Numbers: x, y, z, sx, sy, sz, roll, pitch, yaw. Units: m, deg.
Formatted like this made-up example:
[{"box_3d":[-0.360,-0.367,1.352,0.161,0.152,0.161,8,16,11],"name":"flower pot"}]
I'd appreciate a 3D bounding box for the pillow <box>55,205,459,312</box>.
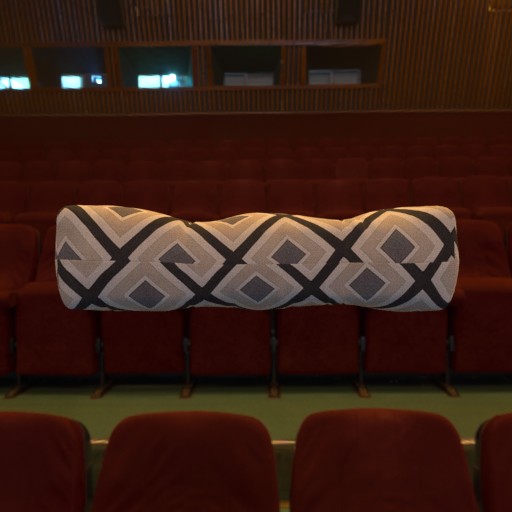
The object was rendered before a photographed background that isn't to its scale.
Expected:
[{"box_3d":[0.000,0.000,0.722,0.468,0.128,0.490,0,1,0],"name":"pillow"}]
